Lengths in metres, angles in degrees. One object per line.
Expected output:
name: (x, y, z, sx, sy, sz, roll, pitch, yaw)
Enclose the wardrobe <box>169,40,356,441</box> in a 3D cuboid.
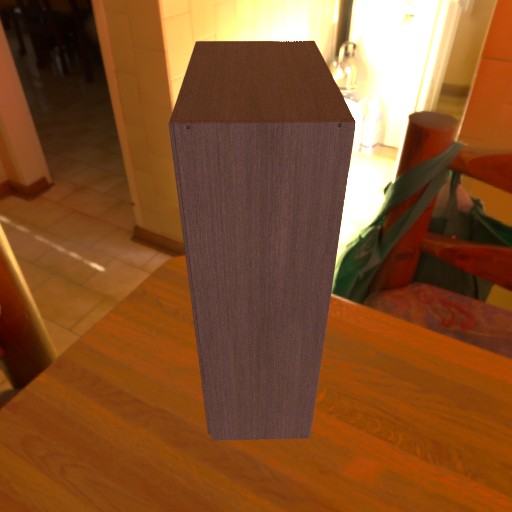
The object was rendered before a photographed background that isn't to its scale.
wardrobe: (0.000, 0.000, 2.268, 0.577, 1.808, 0.991, -1, 39, -1)
